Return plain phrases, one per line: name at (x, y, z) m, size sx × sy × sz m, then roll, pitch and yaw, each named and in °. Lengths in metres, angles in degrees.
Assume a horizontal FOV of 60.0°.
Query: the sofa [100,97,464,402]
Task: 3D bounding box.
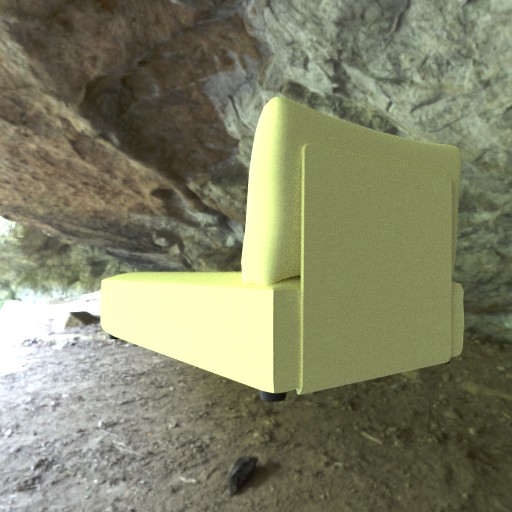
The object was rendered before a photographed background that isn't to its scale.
sofa at (0.000, 0.000, 1.979) m, size 0.930 × 0.820 × 1.450 m, roll 1°, pitch -2°, yaw -36°
